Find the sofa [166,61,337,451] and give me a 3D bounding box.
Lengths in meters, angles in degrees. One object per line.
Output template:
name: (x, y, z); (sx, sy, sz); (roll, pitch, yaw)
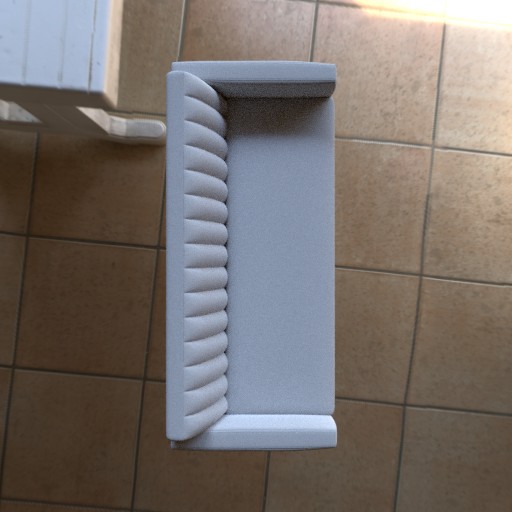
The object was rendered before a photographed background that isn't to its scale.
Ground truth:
sofa: (0.000, 0.000, 2.782); (0.990, 0.821, 2.291); (0, 90, -1)
